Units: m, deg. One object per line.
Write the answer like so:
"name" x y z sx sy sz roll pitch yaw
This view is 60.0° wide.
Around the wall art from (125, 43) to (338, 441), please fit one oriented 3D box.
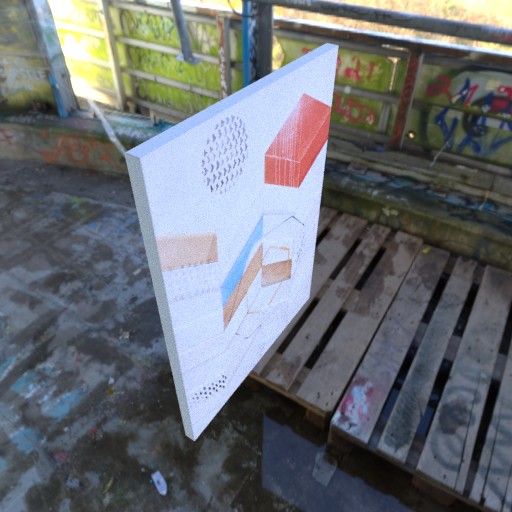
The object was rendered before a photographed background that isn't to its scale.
"wall art" 0.000 0.000 1.601 0.046 1.221 0.914 24 47 25
